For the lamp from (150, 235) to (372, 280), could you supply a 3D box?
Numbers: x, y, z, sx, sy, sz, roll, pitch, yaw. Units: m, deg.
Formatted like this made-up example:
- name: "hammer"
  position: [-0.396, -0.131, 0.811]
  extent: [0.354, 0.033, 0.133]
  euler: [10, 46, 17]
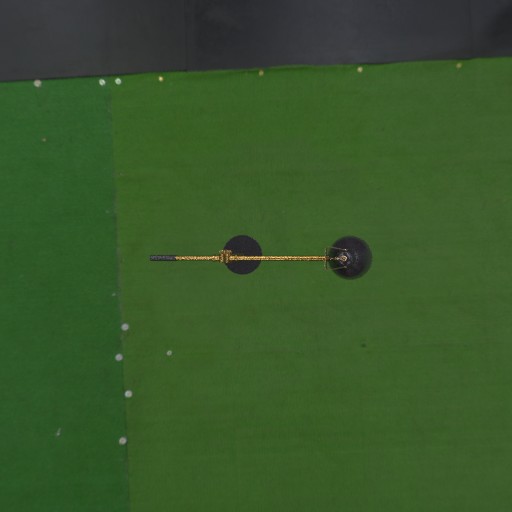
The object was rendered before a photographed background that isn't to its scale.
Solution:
- name: "lamp"
  position: [0.000, 0.000, 1.839]
  extent: [0.618, 1.628, 0.235]
  euler: [0, 91, 0]
